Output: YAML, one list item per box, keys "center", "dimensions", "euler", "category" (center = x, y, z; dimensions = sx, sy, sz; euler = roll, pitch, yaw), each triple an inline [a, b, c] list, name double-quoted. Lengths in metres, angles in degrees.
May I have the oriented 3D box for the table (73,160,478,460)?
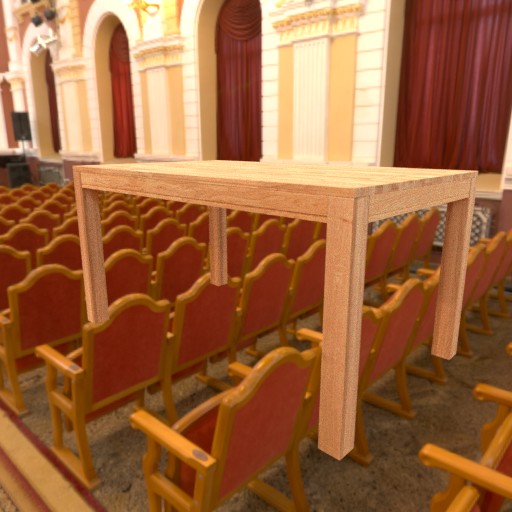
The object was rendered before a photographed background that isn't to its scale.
- center: [0.000, 0.000, 1.979]
  dimensions: [1.500, 0.770, 0.900]
  euler: [13, 19, 42]
  category: "table"
